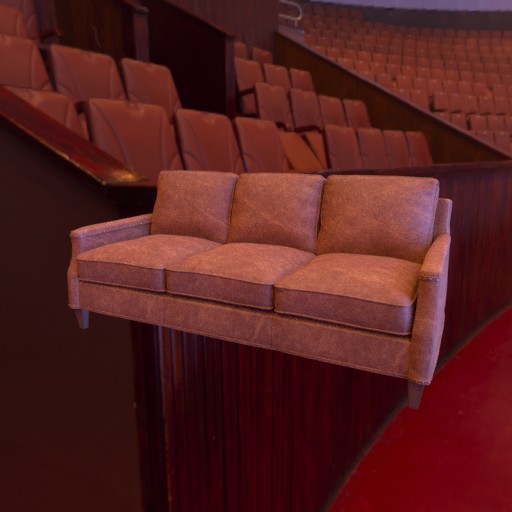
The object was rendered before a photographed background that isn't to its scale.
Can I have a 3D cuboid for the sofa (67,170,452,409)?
[{"bbox_3d":[0.000,0.000,2.806,2.246,1.003,1.084,7,15,26],"label":"sofa"}]
